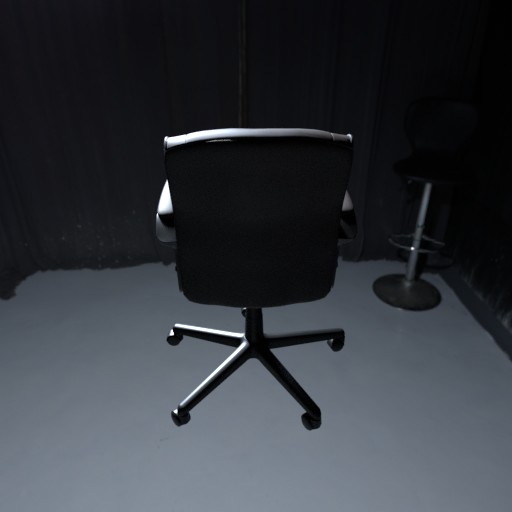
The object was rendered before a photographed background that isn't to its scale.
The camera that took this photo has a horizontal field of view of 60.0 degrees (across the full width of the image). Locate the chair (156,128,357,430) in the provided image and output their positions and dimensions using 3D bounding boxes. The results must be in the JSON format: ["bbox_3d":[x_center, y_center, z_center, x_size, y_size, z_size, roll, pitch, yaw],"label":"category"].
[{"bbox_3d":[0.000,0.000,1.508,0.739,1.004,0.717,-1,29,-2],"label":"chair"}]
